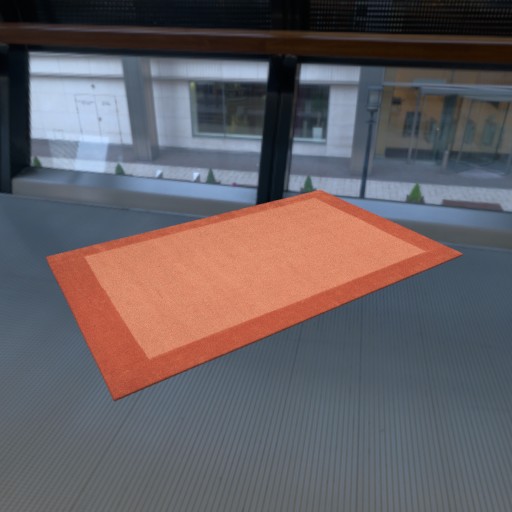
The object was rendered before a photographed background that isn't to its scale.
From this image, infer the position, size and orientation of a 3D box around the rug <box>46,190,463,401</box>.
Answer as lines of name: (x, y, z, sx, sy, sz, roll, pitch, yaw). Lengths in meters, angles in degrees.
rug: (0.000, 0.000, 3.045, 2.438, 0.014, 1.524, -17, 33, -29)
